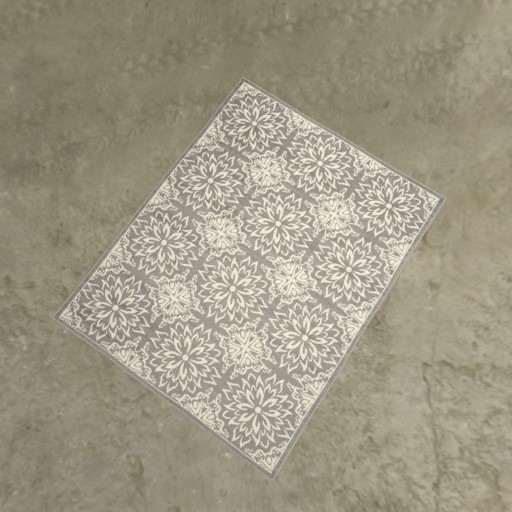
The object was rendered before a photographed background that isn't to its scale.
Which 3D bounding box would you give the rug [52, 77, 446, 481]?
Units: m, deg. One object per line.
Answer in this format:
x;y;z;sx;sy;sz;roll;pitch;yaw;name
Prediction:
0.000;0.000;4.078;2.363;0.012;2.980;33;78;8;rug
